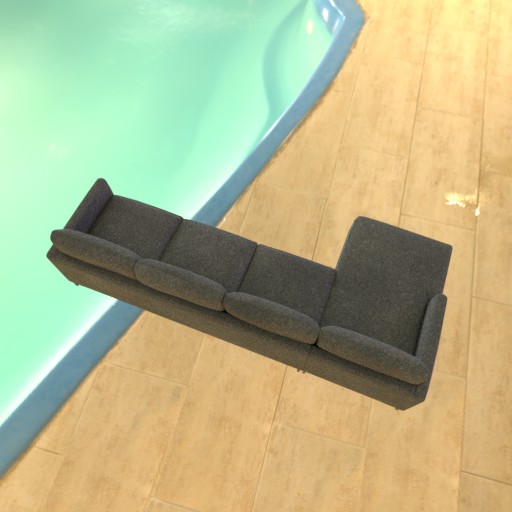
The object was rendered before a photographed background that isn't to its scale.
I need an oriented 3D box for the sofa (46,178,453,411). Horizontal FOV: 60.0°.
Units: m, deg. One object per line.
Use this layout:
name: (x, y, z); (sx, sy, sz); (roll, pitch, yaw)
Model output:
sofa: (0.000, 0.000, 3.539); (2.932, 0.810, 1.350); (19, 65, 9)
